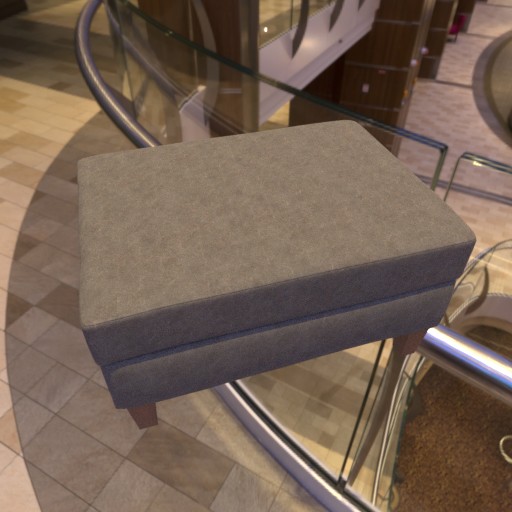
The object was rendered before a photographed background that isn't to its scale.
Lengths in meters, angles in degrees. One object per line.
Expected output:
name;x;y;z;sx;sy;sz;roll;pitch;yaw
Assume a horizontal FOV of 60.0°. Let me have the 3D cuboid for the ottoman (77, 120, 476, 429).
ottoman;0.000;0.000;1.214;0.839;0.464;0.639;-12;43;-13
